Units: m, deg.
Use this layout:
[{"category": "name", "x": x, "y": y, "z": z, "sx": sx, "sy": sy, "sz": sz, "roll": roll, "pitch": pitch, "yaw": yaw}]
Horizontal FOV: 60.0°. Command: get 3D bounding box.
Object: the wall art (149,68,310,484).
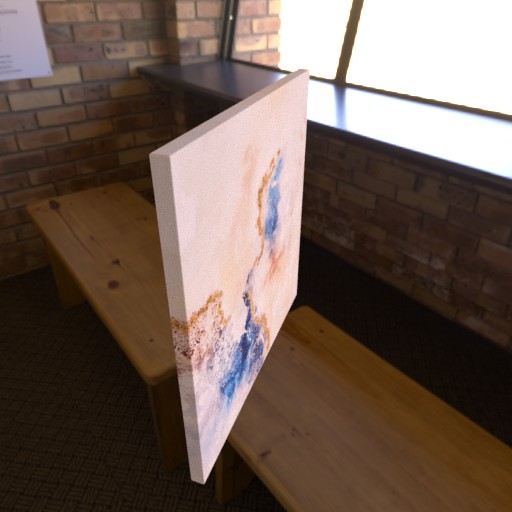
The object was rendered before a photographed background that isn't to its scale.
[{"category": "wall art", "x": 0.000, "y": 0.000, "z": 1.290, "sx": 0.038, "sy": 0.889, "sz": 0.889, "roll": 11, "pitch": 33, "yaw": 17}]
